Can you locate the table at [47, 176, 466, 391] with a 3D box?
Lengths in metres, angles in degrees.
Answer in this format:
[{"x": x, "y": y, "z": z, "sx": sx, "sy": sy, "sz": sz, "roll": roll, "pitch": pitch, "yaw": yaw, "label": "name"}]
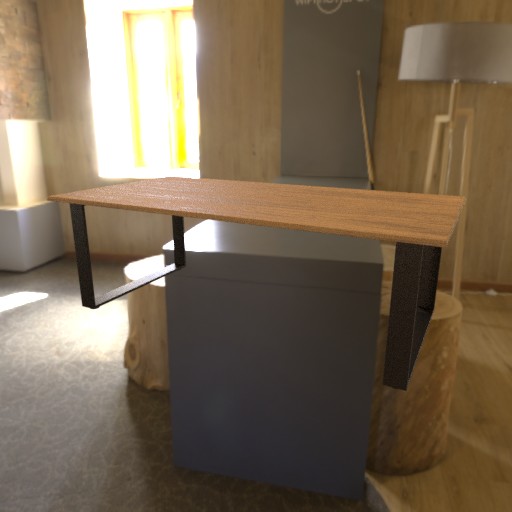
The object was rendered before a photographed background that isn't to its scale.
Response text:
[{"x": 0.000, "y": 0.000, "z": 1.646, "sx": 1.331, "sy": 0.445, "sz": 0.693, "roll": 9, "pitch": 19, "yaw": 26, "label": "table"}]
